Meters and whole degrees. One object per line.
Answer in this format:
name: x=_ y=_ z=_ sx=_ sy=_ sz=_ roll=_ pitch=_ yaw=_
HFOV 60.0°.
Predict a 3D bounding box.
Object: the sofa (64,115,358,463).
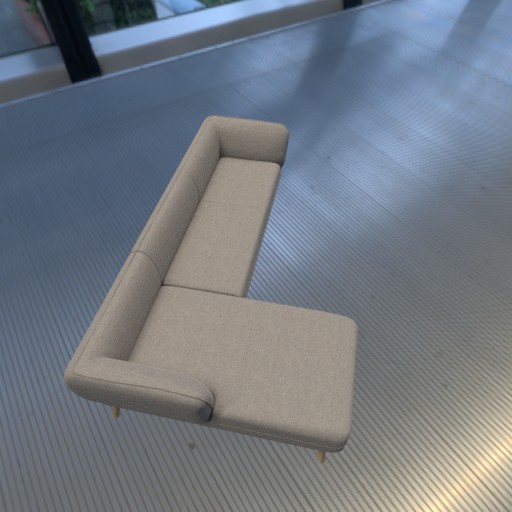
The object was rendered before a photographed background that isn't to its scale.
sofa: x=0.000 y=0.000 z=3.265 sx=1.532 sy=0.693 sz=2.653 roll=9 pitch=48 yaw=8
